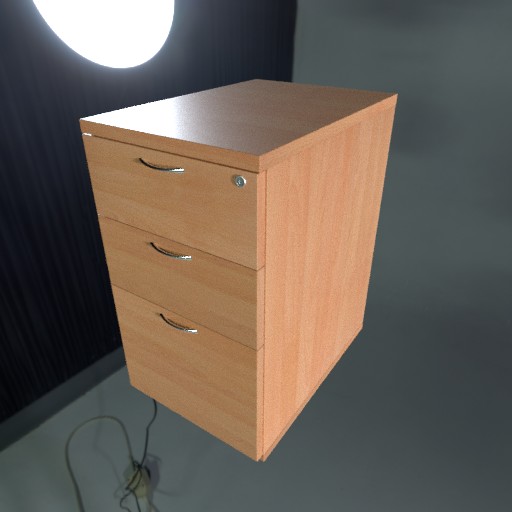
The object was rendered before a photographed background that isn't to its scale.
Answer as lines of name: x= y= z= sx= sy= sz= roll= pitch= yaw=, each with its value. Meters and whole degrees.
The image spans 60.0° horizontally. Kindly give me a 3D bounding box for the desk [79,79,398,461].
desk: x=0.000 y=0.000 z=1.113 sx=0.404 sy=0.730 sz=0.600 roll=19 pitch=35 yaw=29
